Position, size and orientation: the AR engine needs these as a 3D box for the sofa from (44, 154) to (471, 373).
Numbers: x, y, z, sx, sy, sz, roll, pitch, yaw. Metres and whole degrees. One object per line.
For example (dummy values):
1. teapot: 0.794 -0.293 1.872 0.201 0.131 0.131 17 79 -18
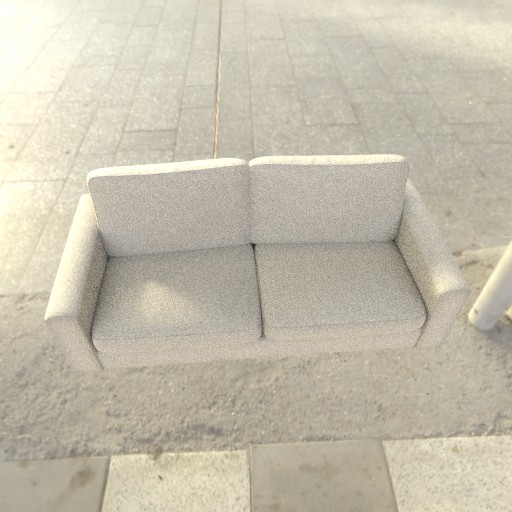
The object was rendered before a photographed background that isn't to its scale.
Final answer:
1. sofa: 0.000 0.000 2.639 2.179 0.873 1.016 -3 47 -3
